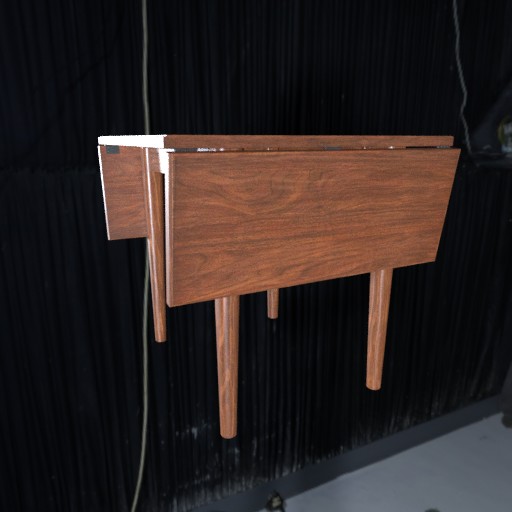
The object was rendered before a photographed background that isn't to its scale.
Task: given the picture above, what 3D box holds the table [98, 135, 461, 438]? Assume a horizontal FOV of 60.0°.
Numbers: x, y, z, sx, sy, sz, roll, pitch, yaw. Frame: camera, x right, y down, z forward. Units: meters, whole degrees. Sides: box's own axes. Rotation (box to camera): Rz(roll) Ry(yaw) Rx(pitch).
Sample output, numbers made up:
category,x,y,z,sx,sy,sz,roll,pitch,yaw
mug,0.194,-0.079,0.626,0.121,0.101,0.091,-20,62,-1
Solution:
category,x,y,z,sx,sy,sz,roll,pitch,yaw
table,0.000,0.000,1.464,0.812,0.763,0.843,-8,17,-27
